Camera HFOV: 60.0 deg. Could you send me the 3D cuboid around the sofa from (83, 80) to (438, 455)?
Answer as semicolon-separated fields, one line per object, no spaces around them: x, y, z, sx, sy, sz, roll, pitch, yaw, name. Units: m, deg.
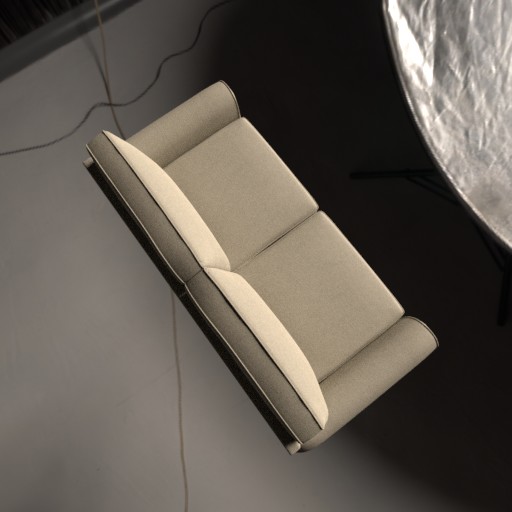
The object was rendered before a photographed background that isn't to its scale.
0.000;0.000;2.277;0.861;0.933;1.774;-36;79;-8;sofa
